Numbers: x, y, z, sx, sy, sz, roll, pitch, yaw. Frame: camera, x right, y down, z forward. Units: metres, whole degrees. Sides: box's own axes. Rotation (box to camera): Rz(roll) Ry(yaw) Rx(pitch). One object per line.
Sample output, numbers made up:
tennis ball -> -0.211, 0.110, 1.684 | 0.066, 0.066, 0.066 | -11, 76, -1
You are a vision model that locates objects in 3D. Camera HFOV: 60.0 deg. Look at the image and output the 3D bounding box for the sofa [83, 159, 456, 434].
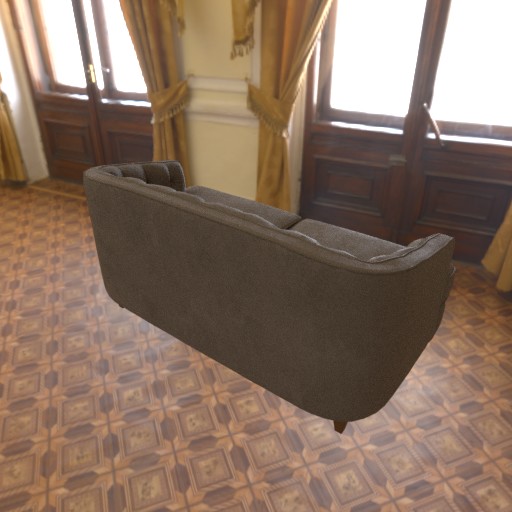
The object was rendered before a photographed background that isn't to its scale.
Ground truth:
sofa -> 0.000, 0.000, 2.250 | 1.733, 0.855, 0.941 | 21, 36, 32
